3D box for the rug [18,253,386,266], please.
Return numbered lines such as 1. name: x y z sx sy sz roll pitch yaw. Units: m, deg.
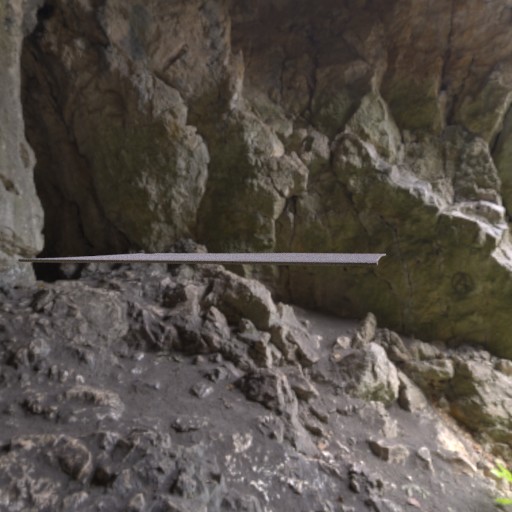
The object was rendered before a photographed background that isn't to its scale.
1. rug: 0.000 0.000 2.883 1.596 0.030 2.283 0 1 17
